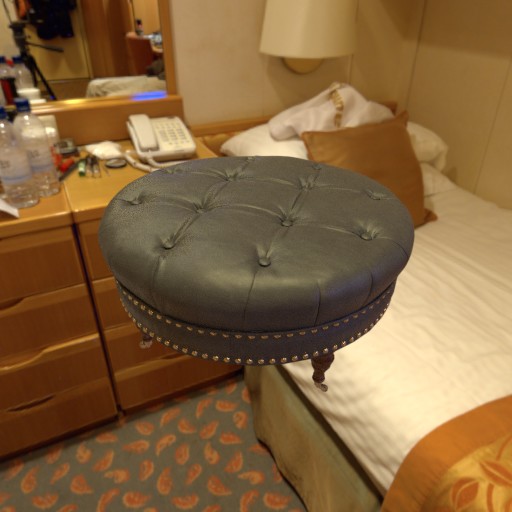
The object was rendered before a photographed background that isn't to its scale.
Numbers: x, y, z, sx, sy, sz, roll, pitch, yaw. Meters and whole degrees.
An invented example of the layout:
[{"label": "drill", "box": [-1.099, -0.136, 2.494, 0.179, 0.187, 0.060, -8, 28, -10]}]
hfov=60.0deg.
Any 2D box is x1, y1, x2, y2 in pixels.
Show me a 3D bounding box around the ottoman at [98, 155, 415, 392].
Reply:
[{"label": "ottoman", "box": [0.000, 0.000, 1.393, 0.901, 0.439, 0.901, 0, 32, 0]}]
